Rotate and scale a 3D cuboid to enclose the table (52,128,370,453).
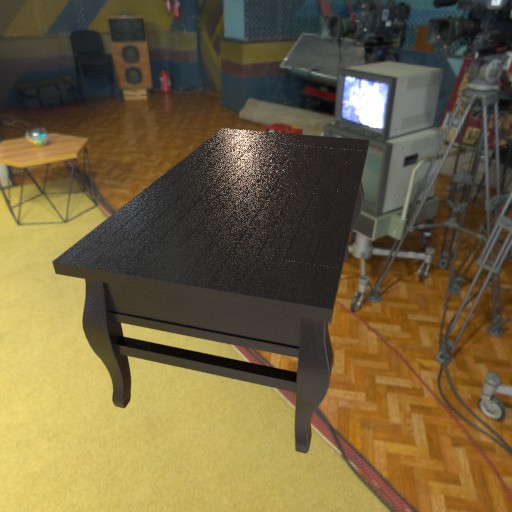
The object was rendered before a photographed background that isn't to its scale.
[{"bbox_3d":[0.000,0.000,1.420,0.600,0.494,1.062,8,32,13],"label":"table"}]
